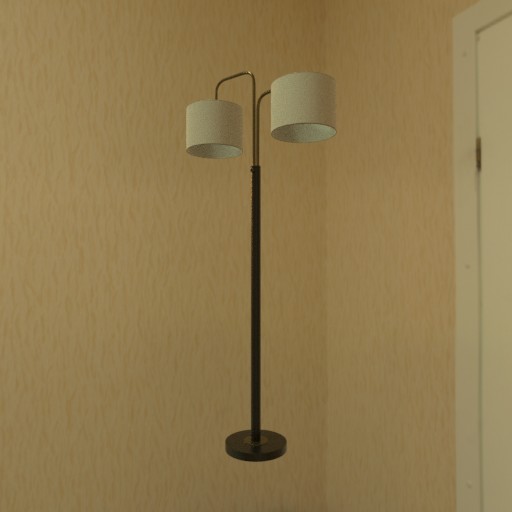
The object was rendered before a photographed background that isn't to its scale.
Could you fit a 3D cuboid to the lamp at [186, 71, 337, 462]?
[{"bbox_3d":[0.000,0.000,1.847,0.711,1.587,0.254,-1,-2,36],"label":"lamp"}]
